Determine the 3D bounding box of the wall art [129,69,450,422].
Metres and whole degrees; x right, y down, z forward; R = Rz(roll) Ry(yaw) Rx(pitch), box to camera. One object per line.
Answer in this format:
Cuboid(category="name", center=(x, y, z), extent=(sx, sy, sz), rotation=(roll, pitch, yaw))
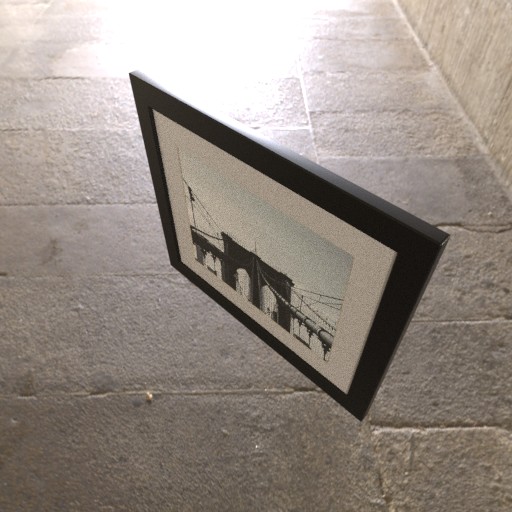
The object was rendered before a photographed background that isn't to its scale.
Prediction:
Cuboid(category="wall art", center=(0.000, 0.000, 0.726), extent=(0.521, 0.450, 0.018), rotation=(35, 57, 27))
